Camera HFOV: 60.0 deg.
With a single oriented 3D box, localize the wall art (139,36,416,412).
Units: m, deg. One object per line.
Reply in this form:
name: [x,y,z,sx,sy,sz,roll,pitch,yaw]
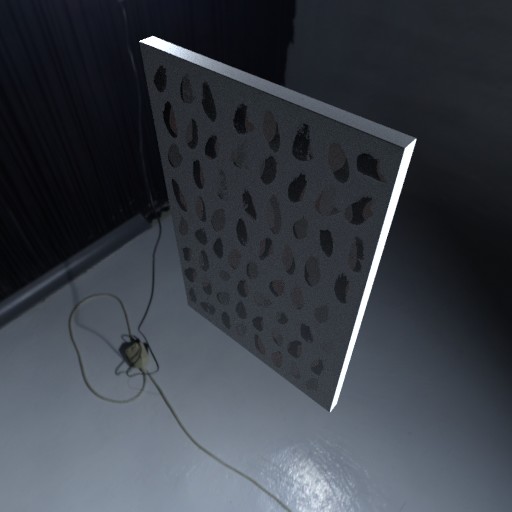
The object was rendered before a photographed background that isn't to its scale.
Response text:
wall art: [0.000,0.000,0.751,0.405,0.608,0.025,32,55,26]
